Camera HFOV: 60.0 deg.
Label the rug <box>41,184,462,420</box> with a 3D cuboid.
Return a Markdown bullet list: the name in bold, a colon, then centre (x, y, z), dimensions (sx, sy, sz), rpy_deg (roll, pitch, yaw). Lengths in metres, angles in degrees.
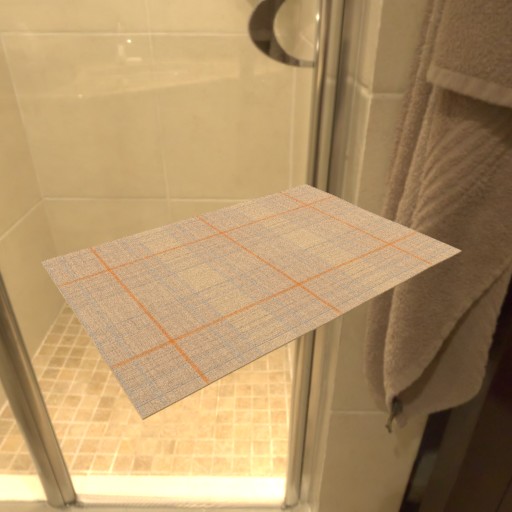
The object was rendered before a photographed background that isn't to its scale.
- **rug**: centre (0.000, 0.000, 2.312), dimensions (1.825, 0.015, 1.232), rpy_deg (-21, 36, -31)
